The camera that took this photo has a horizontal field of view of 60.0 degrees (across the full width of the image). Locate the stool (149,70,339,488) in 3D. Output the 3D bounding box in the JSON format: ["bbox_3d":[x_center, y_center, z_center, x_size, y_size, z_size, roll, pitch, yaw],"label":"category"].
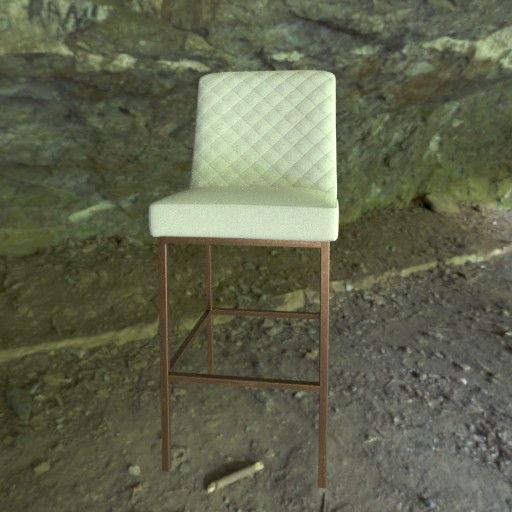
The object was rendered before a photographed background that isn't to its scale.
[{"bbox_3d":[0.000,0.000,1.294,0.462,1.084,0.546,2,14,8],"label":"stool"}]
